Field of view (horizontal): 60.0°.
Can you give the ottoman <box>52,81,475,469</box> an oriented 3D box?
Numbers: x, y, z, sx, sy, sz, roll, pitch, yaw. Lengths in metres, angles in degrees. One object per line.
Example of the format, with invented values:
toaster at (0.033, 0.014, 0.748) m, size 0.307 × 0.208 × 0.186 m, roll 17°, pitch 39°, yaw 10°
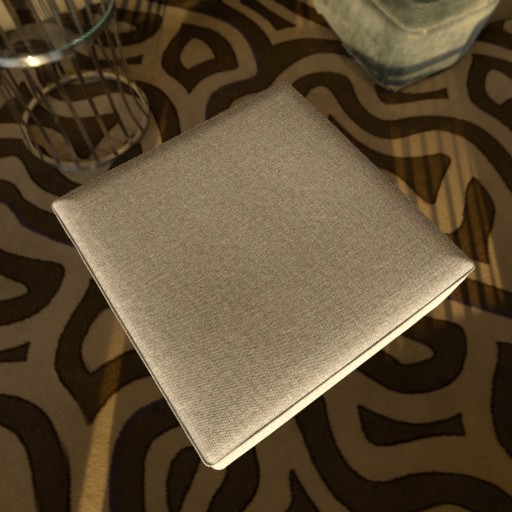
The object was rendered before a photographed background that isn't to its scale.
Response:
ottoman at (0.000, 0.000, 1.589) m, size 1.023 × 0.423 × 1.017 m, roll -32°, pitch 68°, yaw -15°
